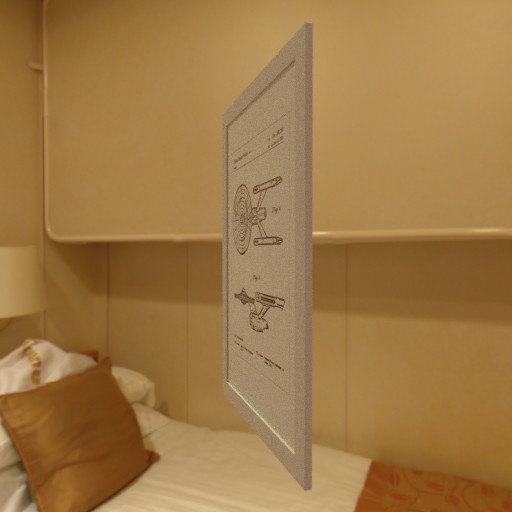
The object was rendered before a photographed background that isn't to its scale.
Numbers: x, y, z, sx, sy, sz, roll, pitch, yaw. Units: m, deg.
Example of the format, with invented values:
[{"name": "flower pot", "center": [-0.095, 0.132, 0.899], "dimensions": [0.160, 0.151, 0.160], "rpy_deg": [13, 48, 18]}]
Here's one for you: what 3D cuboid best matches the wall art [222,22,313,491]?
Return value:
[{"name": "wall art", "center": [0.000, 0.000, 0.838], "dimensions": [0.011, 0.659, 0.454], "rpy_deg": [0, 1, -19]}]
